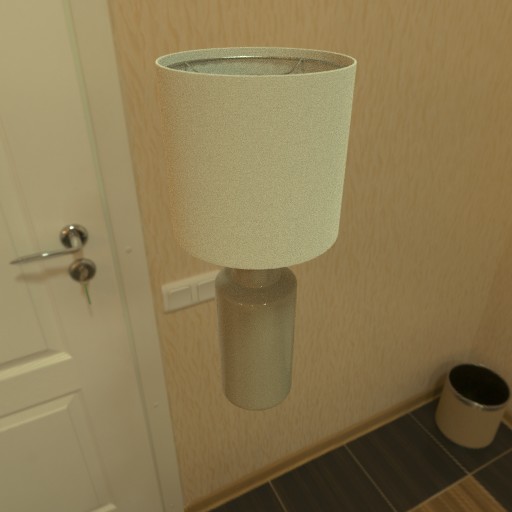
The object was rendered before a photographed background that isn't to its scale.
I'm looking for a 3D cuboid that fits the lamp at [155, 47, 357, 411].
[{"bbox_3d":[0.000,0.000,0.601,0.212,0.493,0.212,19,36,28],"label":"lamp"}]
